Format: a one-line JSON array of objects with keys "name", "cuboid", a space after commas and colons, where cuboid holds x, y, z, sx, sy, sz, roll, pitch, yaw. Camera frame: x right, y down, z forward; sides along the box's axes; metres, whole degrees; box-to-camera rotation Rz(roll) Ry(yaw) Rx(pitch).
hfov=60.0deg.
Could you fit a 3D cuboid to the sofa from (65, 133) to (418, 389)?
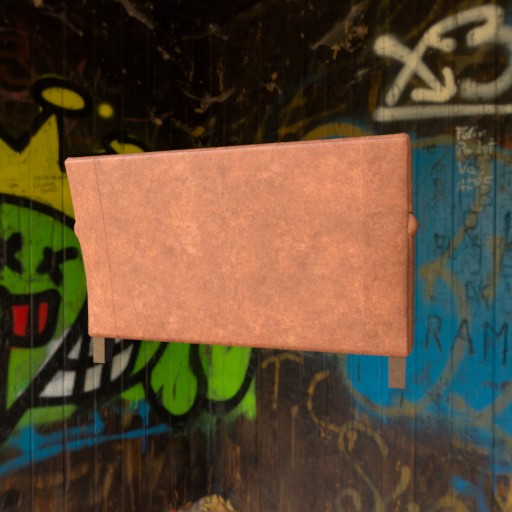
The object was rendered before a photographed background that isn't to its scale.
[{"name": "sofa", "cuboid": [0.000, 0.000, 2.211, 1.527, 1.004, 1.077, 0, 1, 17]}]
